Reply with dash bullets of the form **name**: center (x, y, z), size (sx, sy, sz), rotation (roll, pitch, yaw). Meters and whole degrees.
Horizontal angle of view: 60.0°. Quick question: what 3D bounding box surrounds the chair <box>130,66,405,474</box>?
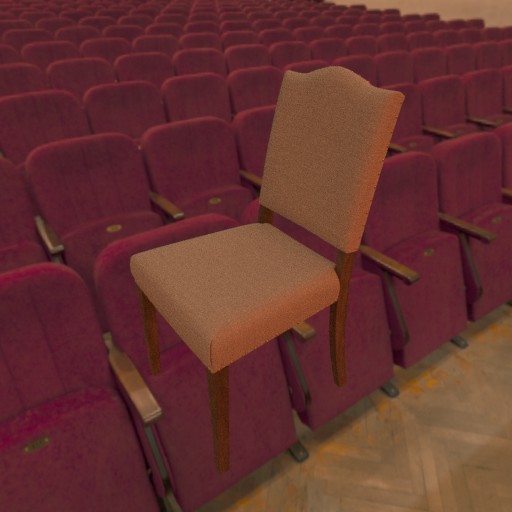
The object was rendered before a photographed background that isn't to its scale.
- **chair**: center (0.000, 0.000, 1.337), size (0.620, 1.020, 0.508), rotation (-20, 36, -30)
